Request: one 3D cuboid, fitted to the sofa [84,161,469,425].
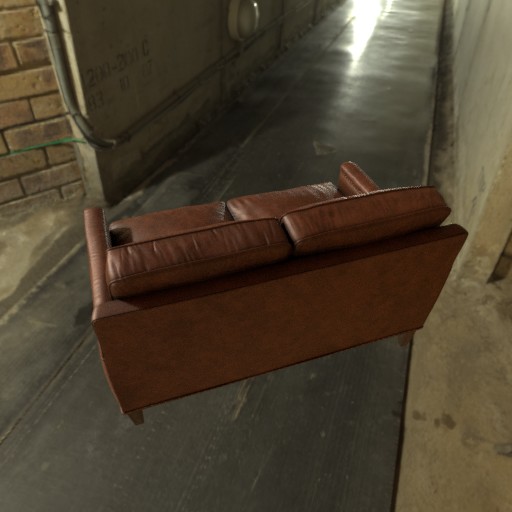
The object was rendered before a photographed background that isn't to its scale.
[{"bbox_3d":[0.000,0.000,2.245,1.628,1.003,1.083,-12,42,-14],"label":"sofa"}]
